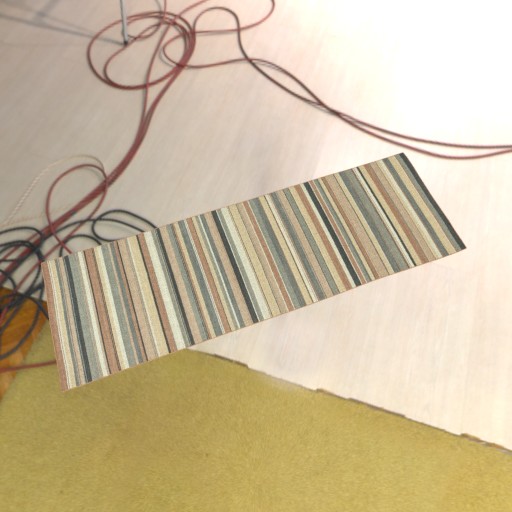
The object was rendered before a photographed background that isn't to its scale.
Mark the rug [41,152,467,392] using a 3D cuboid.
[{"bbox_3d":[0.000,0.000,2.661,2.444,0.010,0.799,-18,64,-9],"label":"rug"}]
